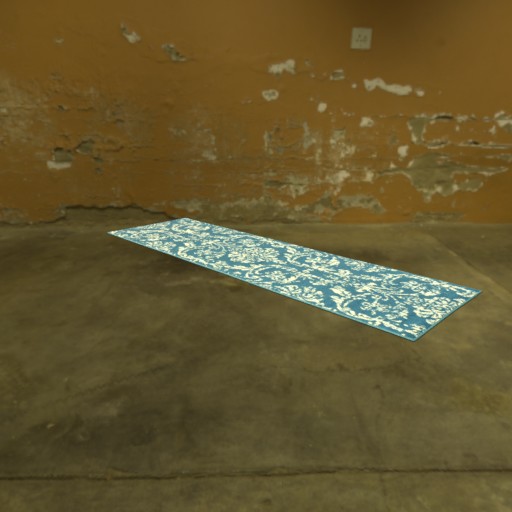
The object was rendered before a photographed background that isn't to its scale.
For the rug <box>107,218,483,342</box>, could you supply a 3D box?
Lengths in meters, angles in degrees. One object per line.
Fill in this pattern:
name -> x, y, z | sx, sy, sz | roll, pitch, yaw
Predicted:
rug -> 0.000, 0.000, 2.492 | 2.196, 0.011, 0.662 | 16, 23, 42
